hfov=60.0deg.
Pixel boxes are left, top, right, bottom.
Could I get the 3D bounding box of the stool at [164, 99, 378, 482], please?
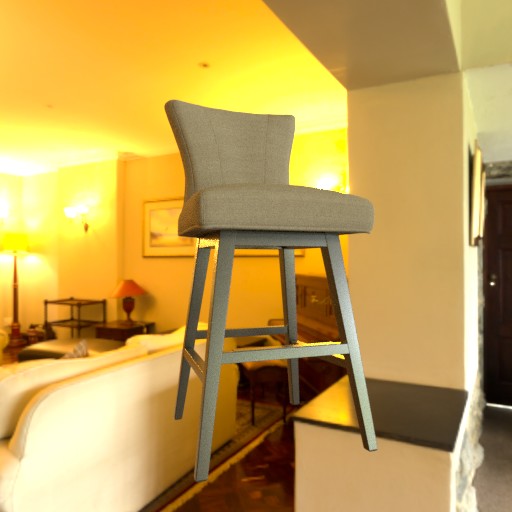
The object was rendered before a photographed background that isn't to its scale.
[{"bbox_3d":[0.000,0.000,1.406,0.514,1.086,0.574,0,-1,-21],"label":"stool"}]
